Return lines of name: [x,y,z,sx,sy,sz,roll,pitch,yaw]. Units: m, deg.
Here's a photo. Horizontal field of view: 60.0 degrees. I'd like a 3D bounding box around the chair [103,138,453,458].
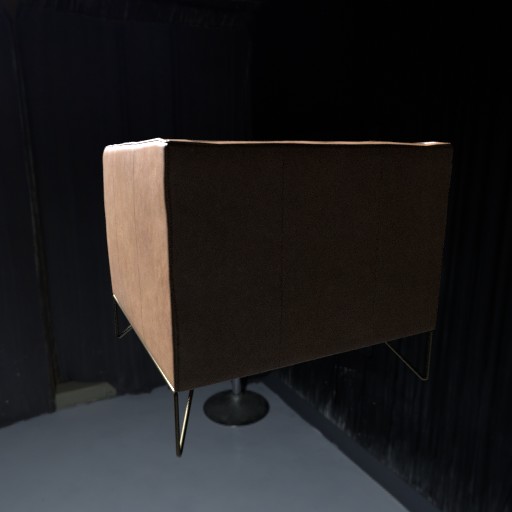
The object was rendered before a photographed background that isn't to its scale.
chair: [0.000,0.000,1.611,0.920,0.797,0.912,-7,15,-26]
